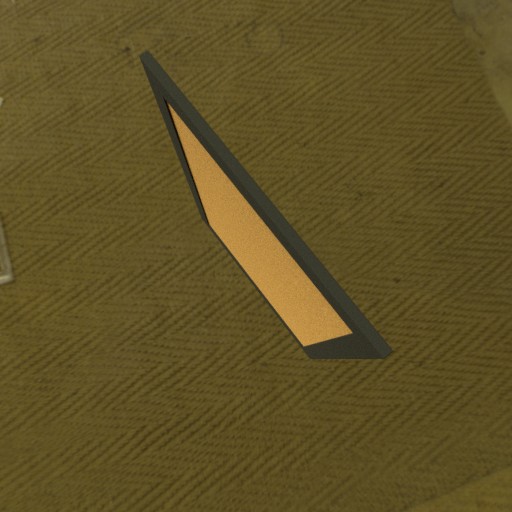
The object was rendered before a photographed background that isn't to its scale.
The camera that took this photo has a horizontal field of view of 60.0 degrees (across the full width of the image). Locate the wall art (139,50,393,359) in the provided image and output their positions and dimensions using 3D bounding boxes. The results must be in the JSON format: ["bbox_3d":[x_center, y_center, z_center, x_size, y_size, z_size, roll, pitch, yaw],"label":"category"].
[{"bbox_3d":[0.000,0.000,0.669,0.012,0.529,0.374,-37,80,-8],"label":"wall art"}]
